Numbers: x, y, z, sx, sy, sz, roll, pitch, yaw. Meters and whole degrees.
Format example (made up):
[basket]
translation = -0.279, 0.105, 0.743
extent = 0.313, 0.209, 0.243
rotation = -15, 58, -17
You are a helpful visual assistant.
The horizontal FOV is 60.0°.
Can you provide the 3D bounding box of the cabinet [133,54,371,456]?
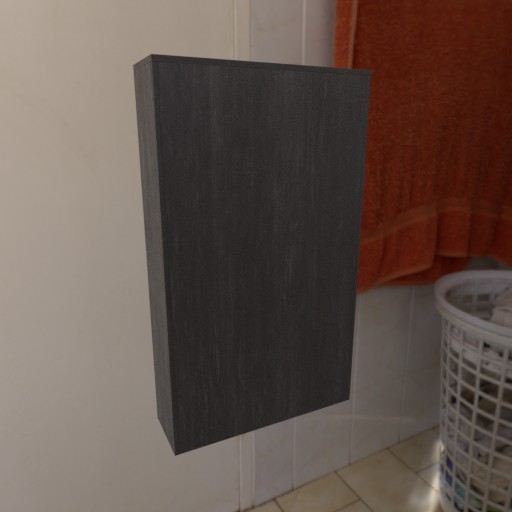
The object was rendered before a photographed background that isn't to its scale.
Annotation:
[cabinet]
translation = 0.000, 0.000, 1.626
extent = 0.750, 1.280, 0.250
rotation = -8, 18, -25
